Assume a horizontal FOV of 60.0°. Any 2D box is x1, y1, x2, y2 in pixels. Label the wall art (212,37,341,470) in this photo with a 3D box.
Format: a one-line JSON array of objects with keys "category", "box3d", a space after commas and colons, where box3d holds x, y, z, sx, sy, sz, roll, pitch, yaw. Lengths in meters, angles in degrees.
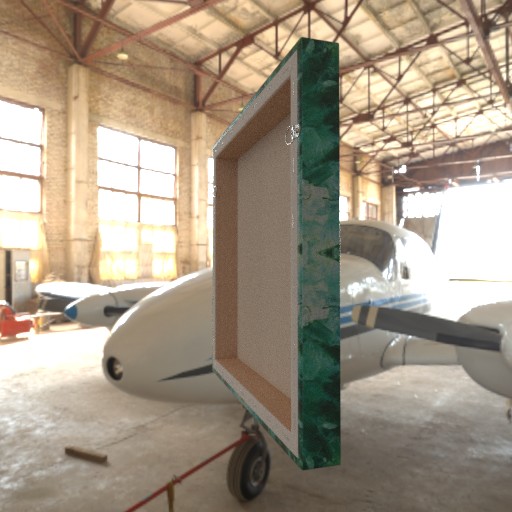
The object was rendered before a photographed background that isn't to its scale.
[{"category": "wall art", "box3d": [0.000, 0.000, 0.471, 0.033, 0.313, 0.313, 0, -1, -17]}]
